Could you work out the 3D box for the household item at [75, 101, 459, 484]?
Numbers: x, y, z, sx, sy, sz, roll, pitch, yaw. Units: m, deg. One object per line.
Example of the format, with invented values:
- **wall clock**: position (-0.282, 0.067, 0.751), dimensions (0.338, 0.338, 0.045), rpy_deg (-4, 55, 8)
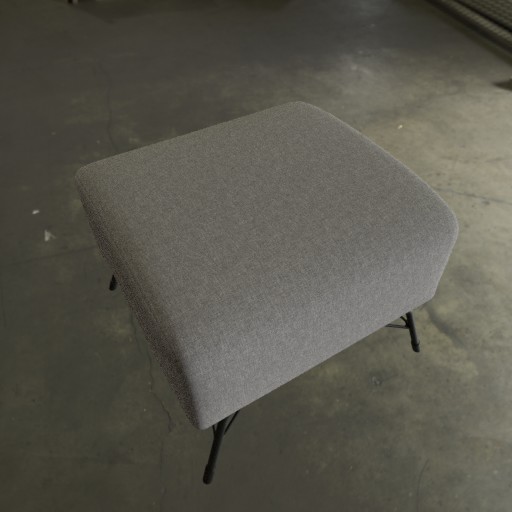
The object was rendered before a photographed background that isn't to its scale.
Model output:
- **household item**: position (0.000, 0.000, 0.880), dimensions (0.530, 0.410, 0.530), rpy_deg (-24, 51, -21)
